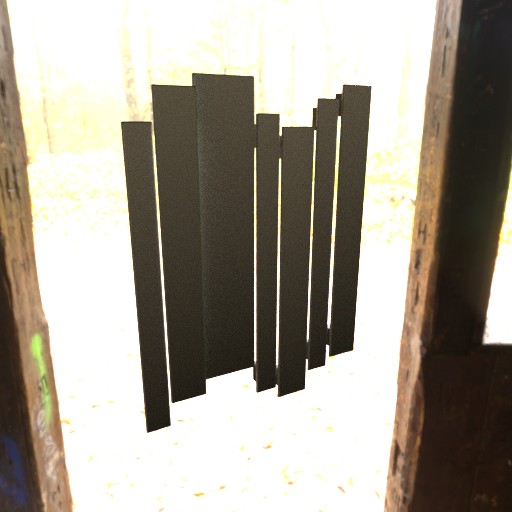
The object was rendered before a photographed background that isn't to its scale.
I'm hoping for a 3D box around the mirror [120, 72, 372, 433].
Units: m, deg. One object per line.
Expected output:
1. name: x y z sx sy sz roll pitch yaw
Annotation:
1. mirror: 0.000 0.000 0.809 0.445 0.611 0.058 -8 18 -26
